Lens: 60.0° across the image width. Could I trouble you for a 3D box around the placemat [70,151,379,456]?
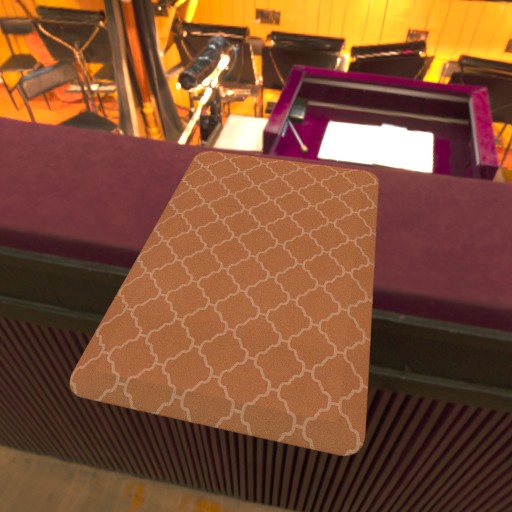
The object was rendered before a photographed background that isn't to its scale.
[{"bbox_3d":[0.000,0.000,0.967,0.508,0.021,0.762,9,47,9],"label":"placemat"}]
